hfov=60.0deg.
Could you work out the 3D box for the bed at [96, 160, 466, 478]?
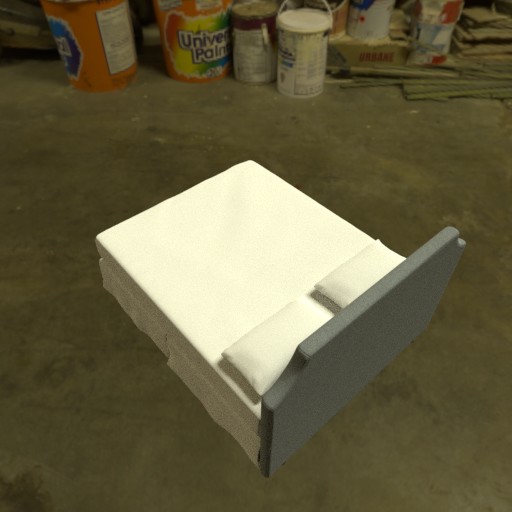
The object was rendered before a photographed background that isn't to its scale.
[{"bbox_3d":[0.000,0.000,3.432,1.811,1.296,2.259,-32,54,-27],"label":"bed"}]
